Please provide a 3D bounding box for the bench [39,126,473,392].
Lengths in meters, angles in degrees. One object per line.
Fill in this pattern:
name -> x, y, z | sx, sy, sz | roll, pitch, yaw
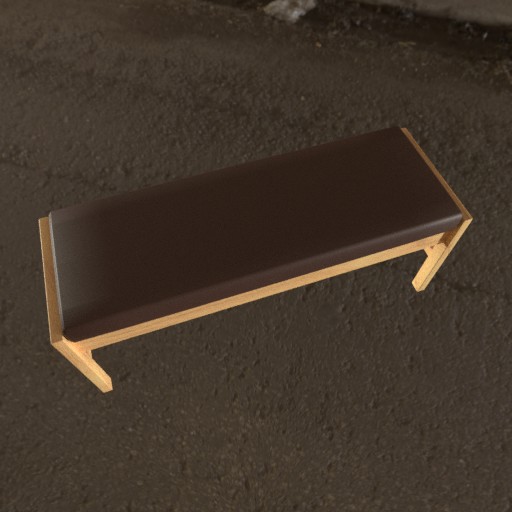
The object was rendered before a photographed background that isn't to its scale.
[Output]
bench -> 0.000, 0.000, 1.465 | 1.200, 0.480, 0.405 | -16, 59, -10
